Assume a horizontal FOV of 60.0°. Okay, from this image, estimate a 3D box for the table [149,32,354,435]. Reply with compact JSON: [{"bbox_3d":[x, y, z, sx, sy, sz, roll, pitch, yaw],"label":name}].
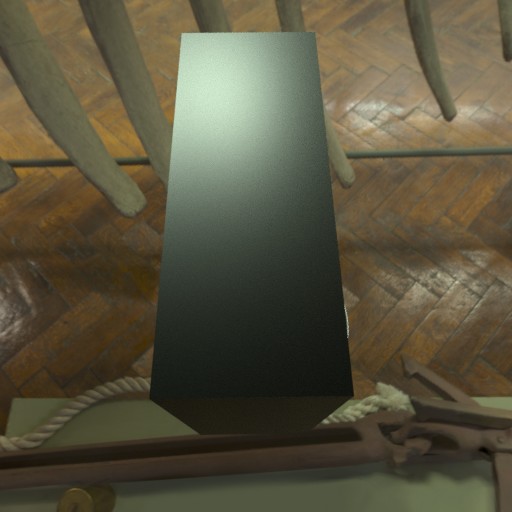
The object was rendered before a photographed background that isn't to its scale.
[{"bbox_3d":[0.000,0.000,1.322,0.380,0.790,0.930,-1,64,0],"label":"table"}]
